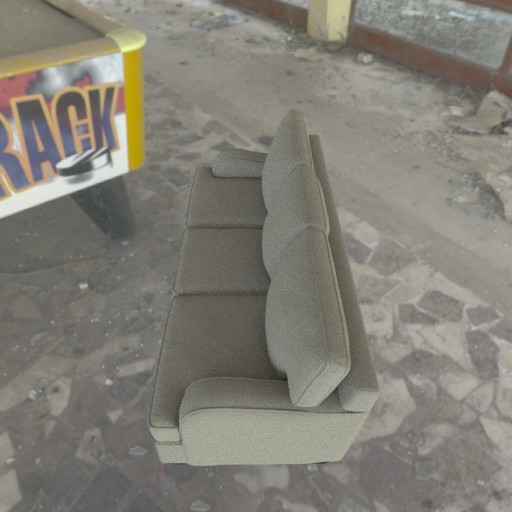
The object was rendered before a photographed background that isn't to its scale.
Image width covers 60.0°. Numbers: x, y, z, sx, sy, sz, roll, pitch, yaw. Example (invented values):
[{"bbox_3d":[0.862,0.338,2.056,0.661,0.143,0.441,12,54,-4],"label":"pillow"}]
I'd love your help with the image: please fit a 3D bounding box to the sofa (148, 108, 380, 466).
[{"bbox_3d":[0.000,0.000,2.830,1.016,0.997,2.323,0,42,0],"label":"sofa"}]
